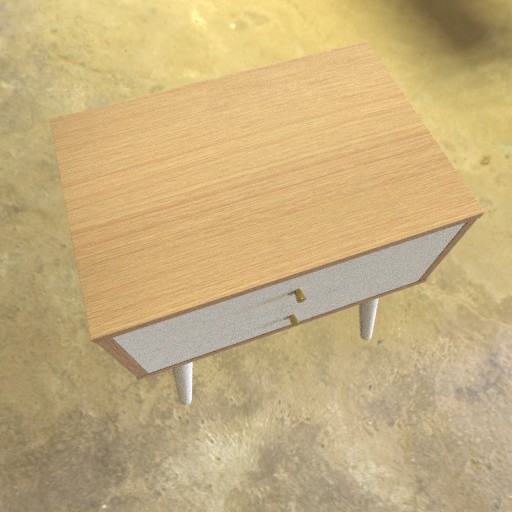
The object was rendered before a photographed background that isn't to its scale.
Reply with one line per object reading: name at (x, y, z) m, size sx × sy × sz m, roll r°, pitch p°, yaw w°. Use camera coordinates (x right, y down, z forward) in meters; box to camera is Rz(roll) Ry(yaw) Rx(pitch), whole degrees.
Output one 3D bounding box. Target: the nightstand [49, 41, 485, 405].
nightstand at (0.000, 0.000, 0.951) m, size 0.571 × 0.610 × 0.407 m, roll -17°, pitch 65°, yaw -9°
